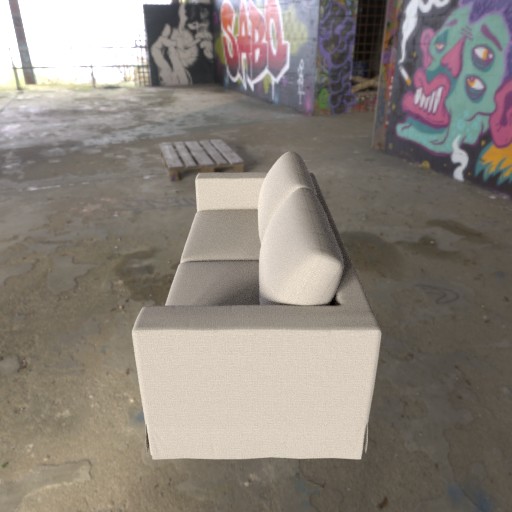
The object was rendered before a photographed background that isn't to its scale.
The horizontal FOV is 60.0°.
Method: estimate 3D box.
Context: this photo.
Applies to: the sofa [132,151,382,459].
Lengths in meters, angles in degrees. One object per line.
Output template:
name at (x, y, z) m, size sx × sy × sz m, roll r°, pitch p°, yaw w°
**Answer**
sofa at (0.000, 0.000, 2.676) m, size 0.954 × 0.881 × 2.163 m, roll 0°, pitch 26°, yaw 0°
